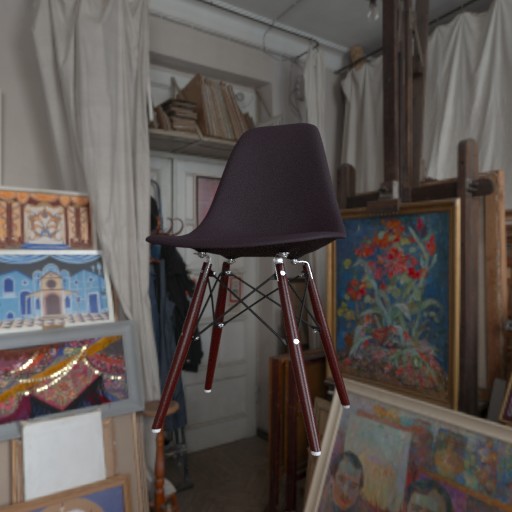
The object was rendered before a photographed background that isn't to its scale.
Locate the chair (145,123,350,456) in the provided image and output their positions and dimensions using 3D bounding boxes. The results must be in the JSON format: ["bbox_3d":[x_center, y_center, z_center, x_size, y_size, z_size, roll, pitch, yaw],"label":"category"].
[{"bbox_3d":[0.000,0.000,1.150,0.470,0.826,0.533,0,0,18],"label":"chair"}]
